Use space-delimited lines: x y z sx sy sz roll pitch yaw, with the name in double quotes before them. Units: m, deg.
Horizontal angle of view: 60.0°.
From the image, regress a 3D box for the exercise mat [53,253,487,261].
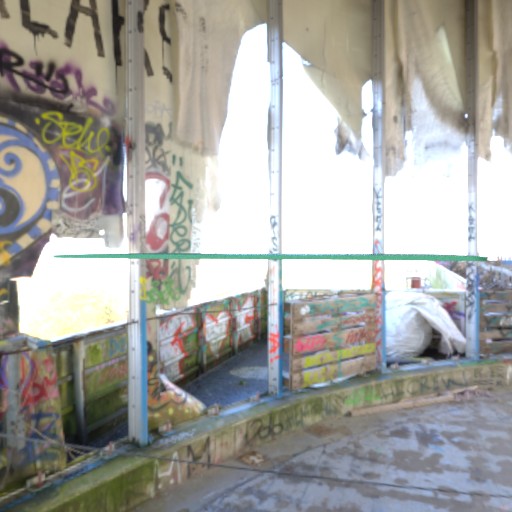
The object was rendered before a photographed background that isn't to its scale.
"exercise mat" 0.000 0.000 2.067 1.869 0.021 0.616 0 1 19
